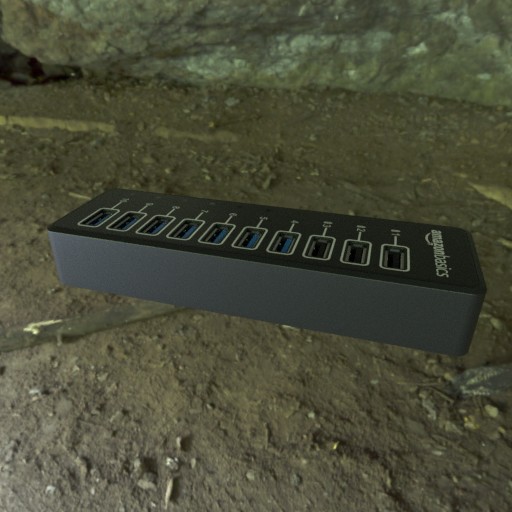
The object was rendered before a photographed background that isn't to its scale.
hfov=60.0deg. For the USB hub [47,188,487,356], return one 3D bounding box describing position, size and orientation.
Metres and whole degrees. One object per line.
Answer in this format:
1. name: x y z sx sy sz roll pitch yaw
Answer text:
1. USB hub: 0.000 0.000 0.161 0.145 0.023 0.044 8 30 14
